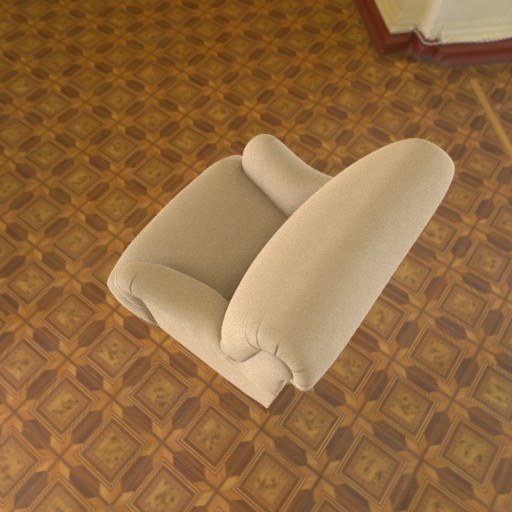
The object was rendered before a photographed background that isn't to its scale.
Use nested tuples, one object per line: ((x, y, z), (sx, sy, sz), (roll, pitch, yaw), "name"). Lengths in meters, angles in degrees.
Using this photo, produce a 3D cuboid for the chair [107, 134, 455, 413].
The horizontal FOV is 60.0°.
((0.000, 0.000, 1.521), (0.842, 0.942, 0.766), (33, 66, 17), "chair")
